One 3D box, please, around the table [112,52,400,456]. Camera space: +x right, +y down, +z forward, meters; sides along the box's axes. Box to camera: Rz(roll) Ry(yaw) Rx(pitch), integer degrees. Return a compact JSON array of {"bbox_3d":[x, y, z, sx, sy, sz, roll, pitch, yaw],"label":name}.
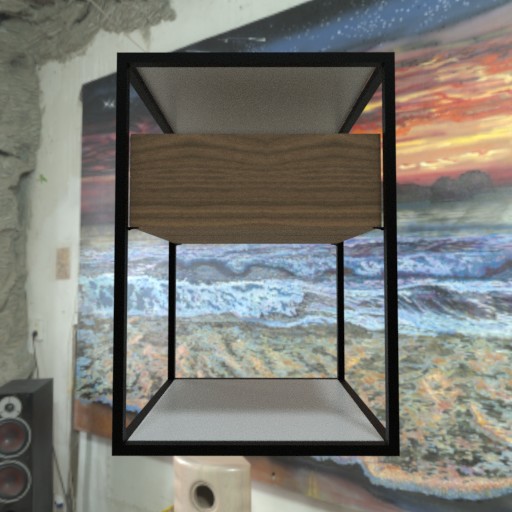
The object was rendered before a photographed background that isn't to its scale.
[{"bbox_3d":[0.000,0.000,0.780,0.378,0.540,0.378,0,-2,0],"label":"table"}]
